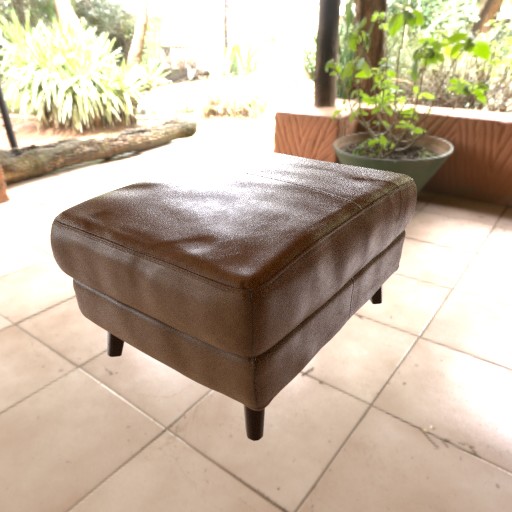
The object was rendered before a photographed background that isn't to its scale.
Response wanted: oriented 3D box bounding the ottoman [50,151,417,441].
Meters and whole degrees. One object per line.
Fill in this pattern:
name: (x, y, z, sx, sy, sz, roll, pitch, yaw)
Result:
ottoman: (0.000, 0.000, 1.240, 0.630, 0.461, 0.869, 17, 31, 32)
